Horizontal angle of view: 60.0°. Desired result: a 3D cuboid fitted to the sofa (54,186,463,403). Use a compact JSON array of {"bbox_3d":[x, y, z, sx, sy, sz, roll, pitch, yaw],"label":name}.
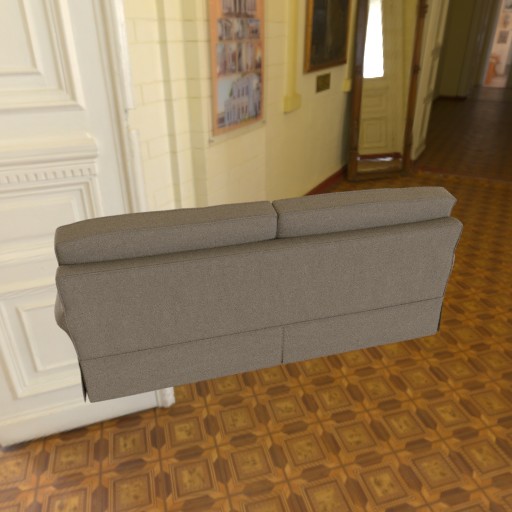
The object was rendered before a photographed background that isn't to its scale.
[{"bbox_3d":[0.000,0.000,2.743,2.248,0.943,0.991,-8,28,-14],"label":"sofa"}]
